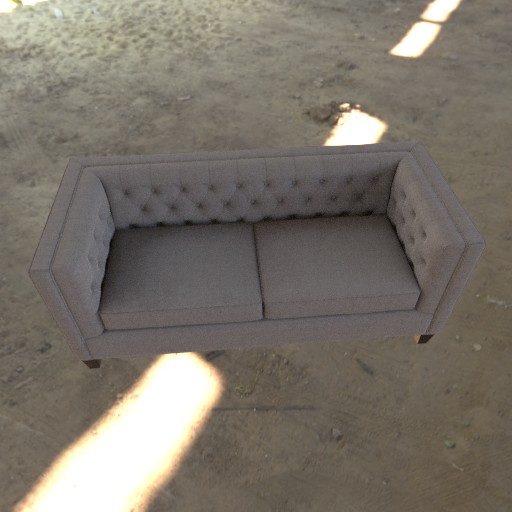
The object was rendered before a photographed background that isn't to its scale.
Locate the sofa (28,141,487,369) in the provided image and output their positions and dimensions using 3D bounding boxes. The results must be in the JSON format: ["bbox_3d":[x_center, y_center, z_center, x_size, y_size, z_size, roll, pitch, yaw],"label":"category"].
[{"bbox_3d":[0.000,0.000,2.231,1.778,0.762,0.775,-4,46,-3],"label":"sofa"}]
